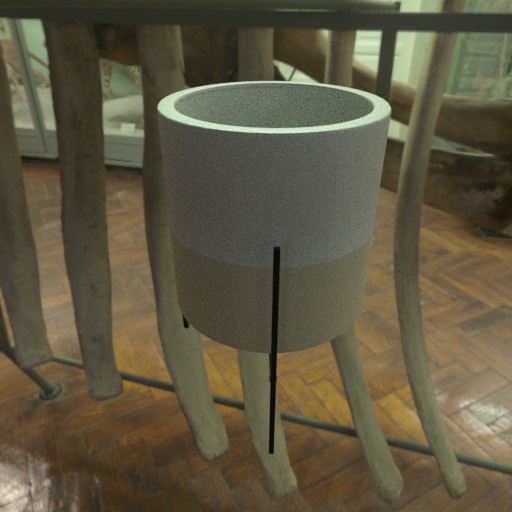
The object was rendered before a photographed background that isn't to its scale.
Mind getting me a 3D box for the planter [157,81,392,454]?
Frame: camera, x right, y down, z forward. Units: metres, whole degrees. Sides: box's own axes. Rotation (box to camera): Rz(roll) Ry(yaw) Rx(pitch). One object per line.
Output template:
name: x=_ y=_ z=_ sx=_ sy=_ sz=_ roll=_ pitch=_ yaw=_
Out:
planter: x=0.000 y=0.000 z=0.541 sx=0.267 sy=0.362 sz=0.263 roll=9 pitch=32 yaw=15
